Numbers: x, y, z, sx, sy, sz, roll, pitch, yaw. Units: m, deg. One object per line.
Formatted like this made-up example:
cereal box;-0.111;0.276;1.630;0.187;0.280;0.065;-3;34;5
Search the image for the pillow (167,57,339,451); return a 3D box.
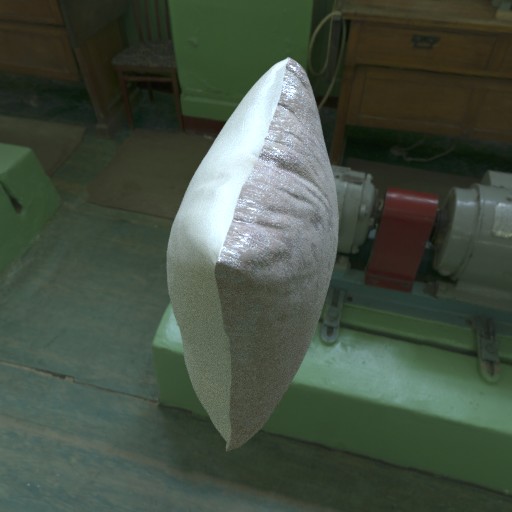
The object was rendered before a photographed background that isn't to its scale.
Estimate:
pillow;0.000;0.000;0.699;0.245;0.448;0.450;10;47;9
